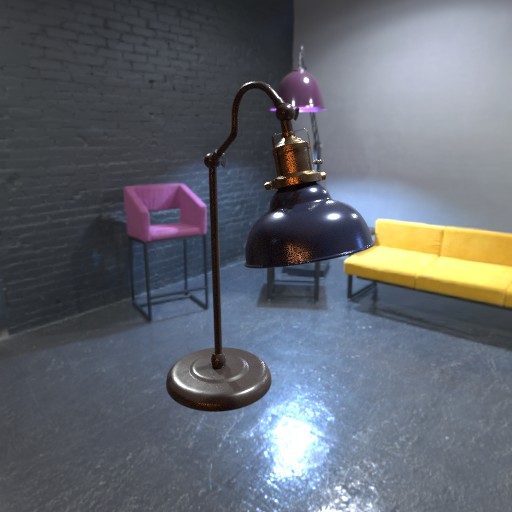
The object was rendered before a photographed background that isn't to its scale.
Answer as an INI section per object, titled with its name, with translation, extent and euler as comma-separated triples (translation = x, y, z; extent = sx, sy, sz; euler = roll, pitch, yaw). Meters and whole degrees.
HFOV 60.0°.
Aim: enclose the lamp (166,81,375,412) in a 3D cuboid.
[lamp]
translation = 0.000, 0.000, 0.688
extent = 0.374, 0.508, 0.192
euler = 14, 21, 40
